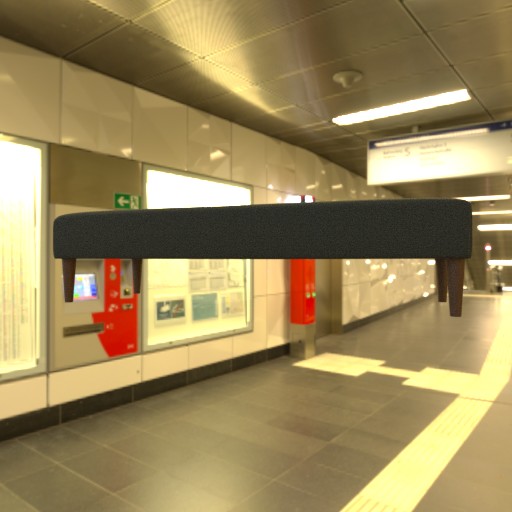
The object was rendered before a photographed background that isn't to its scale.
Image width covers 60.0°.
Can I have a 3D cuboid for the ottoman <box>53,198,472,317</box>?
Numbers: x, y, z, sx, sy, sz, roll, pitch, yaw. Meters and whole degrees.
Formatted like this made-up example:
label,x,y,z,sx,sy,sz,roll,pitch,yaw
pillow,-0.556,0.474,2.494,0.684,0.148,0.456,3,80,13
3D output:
label,x,y,z,sx,sy,sz,roll,pitch,yaw
ottoman,0.000,0.000,1.895,1.609,0.393,0.646,0,-1,18
